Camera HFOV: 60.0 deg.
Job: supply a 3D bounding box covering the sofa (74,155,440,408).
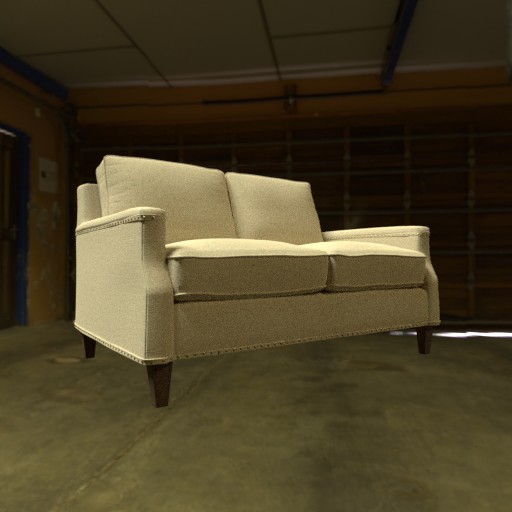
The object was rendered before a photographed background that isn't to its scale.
[{"bbox_3d":[0.000,0.000,2.260,1.597,1.003,1.084,0,-1,-35],"label":"sofa"}]
